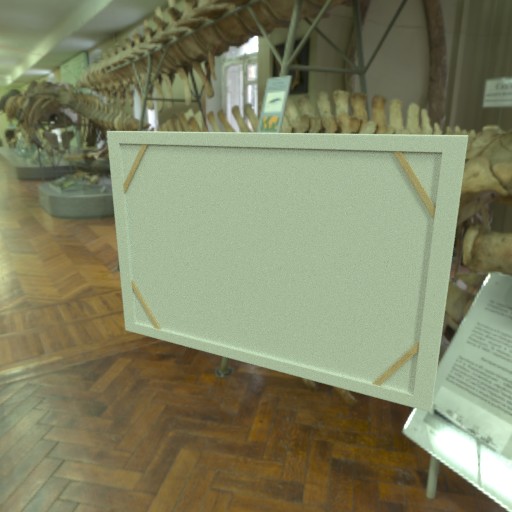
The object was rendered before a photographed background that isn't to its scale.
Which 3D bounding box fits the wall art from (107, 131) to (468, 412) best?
[{"bbox_3d":[0.000,0.000,1.139,0.914,0.609,0.038,8,19,26],"label":"wall art"}]
